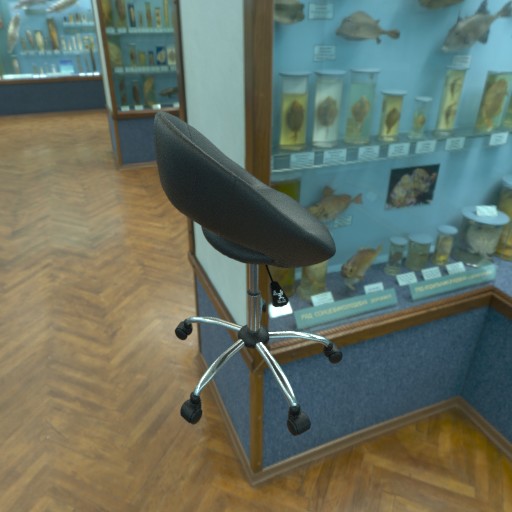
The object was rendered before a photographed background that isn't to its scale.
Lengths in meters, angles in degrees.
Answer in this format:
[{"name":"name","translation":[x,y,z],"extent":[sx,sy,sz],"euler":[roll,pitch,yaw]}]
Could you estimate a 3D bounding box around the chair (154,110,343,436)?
[{"name":"chair","translation":[0.000,0.000,1.226],"extent":[0.538,0.791,0.612],"euler":[-10,30,-17]}]
